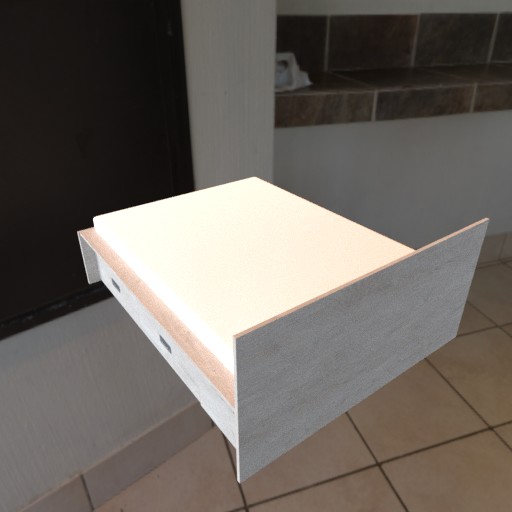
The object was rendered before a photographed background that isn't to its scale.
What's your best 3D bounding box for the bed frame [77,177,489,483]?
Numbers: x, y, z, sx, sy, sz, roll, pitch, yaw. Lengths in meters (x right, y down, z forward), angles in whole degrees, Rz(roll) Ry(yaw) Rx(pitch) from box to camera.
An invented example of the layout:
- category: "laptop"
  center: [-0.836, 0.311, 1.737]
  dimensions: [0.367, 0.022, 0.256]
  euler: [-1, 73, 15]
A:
- category: "bed frame"
  center: [0.000, 0.000, 2.806]
  dimensions: [1.622, 0.800, 1.960]
  euler: [-20, 35, -31]
